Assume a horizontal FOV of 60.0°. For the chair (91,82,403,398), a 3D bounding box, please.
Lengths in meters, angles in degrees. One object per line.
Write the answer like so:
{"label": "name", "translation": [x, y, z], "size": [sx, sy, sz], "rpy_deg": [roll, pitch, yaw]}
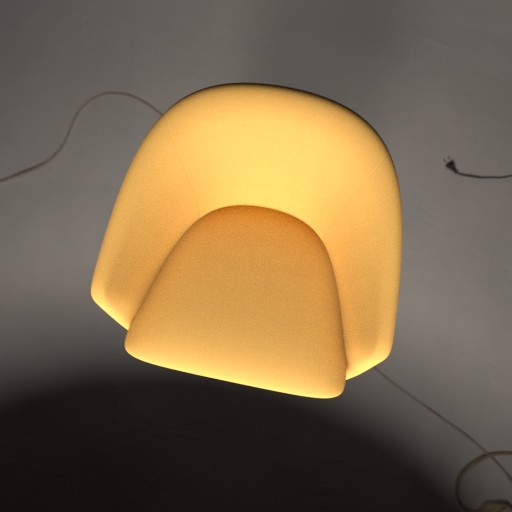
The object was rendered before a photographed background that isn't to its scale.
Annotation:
{"label": "chair", "translation": [0.000, 0.000, 1.376], "size": [0.773, 0.698, 0.767], "rpy_deg": [11, 76, 3]}
